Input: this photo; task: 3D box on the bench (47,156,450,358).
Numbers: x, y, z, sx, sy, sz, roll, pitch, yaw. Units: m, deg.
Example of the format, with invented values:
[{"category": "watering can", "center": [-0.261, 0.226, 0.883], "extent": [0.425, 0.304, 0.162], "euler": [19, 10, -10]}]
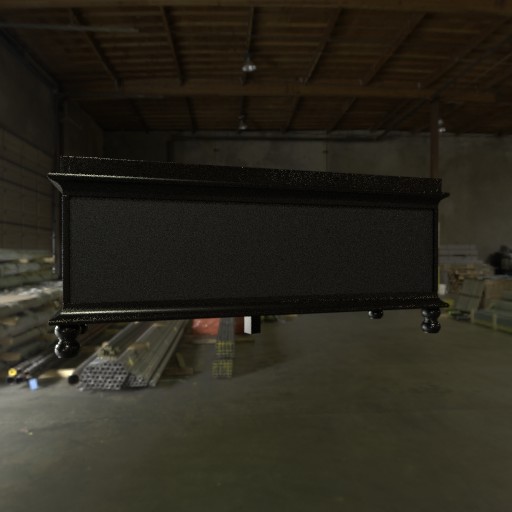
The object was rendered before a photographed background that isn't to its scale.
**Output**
[{"category": "bench", "center": [0.000, 0.000, 1.442], "extent": [1.185, 0.501, 0.402], "euler": [0, 1, -18]}]
